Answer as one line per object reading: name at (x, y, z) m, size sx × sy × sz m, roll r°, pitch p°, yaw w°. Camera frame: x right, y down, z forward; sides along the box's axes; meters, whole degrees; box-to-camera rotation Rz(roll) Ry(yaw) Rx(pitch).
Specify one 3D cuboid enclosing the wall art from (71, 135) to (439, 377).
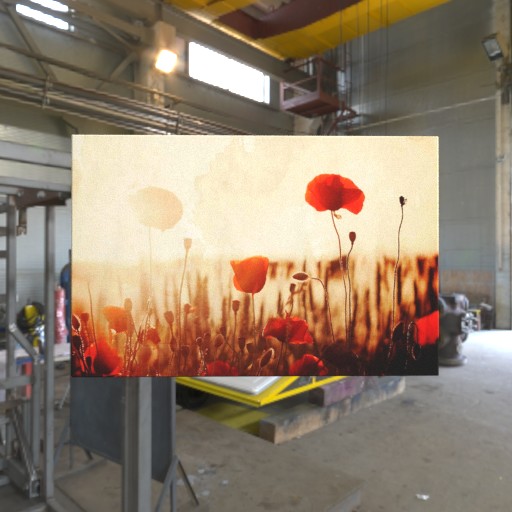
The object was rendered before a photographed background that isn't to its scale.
wall art at (0.000, 0.000, 0.757) m, size 0.613 × 0.402 × 0.040 m, roll 0°, pitch 0°, yaw -1°
